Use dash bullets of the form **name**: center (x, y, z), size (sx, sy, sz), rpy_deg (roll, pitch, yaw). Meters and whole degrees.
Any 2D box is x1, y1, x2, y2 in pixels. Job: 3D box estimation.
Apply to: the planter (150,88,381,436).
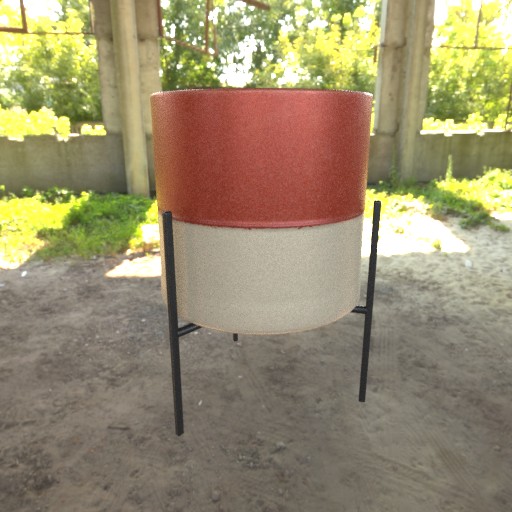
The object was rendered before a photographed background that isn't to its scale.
- **planter**: center (0.000, 0.000, 0.519), size (0.235, 0.354, 0.251), rpy_deg (15, 23, 42)
